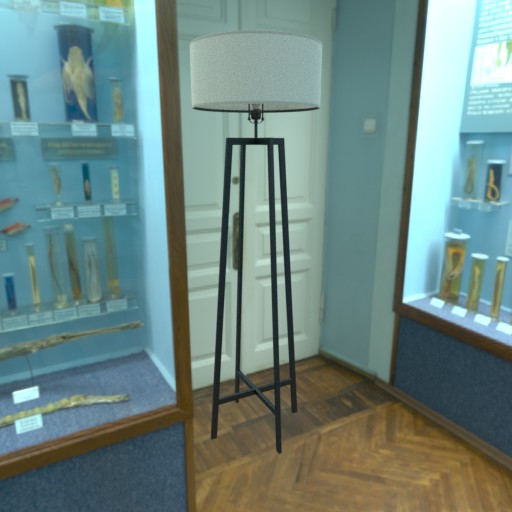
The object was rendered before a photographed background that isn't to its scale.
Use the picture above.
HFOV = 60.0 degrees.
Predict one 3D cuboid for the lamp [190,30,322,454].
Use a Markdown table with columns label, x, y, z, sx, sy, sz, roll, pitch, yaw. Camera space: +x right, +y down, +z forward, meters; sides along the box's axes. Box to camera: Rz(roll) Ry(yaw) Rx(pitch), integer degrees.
| label | x | y | z | sx | sy | sz | roll | pitch | yaw |
| --- | --- | --- | --- | --- | --- | --- | --- | --- | --- |
| lamp | 0.000 | 0.000 | 1.734 | 0.457 | 1.510 | 0.456 | -7 | 16 | -26 |
